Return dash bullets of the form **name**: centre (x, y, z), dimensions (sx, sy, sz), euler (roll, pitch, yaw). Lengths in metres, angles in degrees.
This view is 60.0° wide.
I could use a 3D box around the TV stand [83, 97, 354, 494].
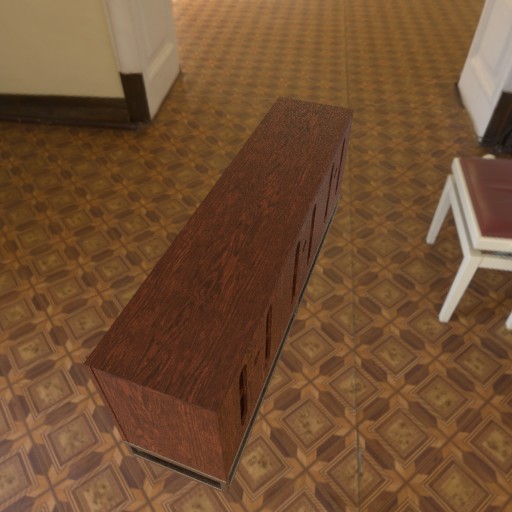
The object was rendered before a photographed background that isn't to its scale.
- **TV stand**: centre (0.000, 0.000, 1.766), dimensions (0.382, 0.578, 1.541), euler (15, 47, 14)
